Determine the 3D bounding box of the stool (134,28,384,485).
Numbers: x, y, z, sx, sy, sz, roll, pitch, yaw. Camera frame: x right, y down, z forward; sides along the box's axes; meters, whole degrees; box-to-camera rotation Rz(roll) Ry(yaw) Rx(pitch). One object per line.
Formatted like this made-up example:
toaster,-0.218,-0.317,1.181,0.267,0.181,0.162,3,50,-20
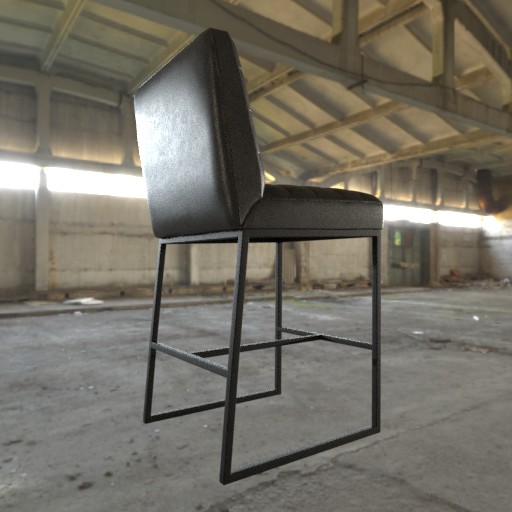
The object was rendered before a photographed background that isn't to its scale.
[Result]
stool,0.000,0.000,1.217,0.552,0.938,0.457,1,-1,-35
